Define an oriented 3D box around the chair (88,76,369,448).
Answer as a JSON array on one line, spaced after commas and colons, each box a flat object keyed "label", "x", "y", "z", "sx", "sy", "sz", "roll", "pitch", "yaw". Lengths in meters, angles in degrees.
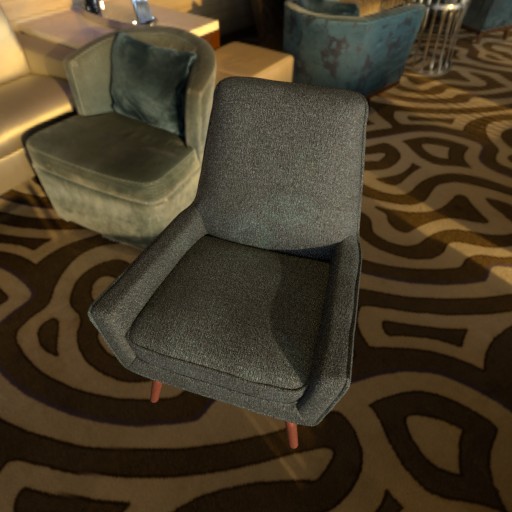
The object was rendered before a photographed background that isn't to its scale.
[{"label": "chair", "x": 0.000, "y": 0.000, "z": 1.486, "sx": 0.763, "sy": 0.883, "sz": 0.859, "roll": 13, "pitch": 44, "yaw": 14}]
